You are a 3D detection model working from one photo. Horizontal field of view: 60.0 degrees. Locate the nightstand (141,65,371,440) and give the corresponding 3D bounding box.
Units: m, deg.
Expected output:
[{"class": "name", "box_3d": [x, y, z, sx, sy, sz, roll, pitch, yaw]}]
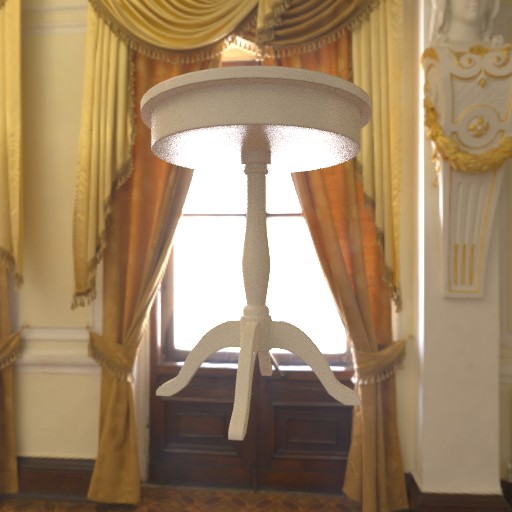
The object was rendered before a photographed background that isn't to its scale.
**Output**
[{"class": "nightstand", "box_3d": [0.000, 0.000, 1.015, 0.513, 0.653, 0.513, 0, 0, 18]}]
